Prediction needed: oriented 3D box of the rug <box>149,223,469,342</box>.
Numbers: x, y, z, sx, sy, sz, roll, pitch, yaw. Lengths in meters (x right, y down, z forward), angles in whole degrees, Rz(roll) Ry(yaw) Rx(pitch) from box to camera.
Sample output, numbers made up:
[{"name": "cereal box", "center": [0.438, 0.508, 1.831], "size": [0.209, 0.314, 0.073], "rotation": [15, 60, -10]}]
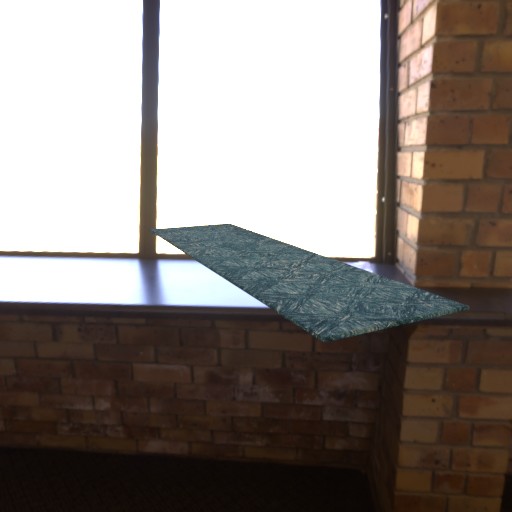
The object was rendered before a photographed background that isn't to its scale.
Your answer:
[{"name": "rug", "center": [0.000, 0.000, 2.536], "size": [0.676, 0.016, 2.286], "rotation": [-7, 15, -26]}]
